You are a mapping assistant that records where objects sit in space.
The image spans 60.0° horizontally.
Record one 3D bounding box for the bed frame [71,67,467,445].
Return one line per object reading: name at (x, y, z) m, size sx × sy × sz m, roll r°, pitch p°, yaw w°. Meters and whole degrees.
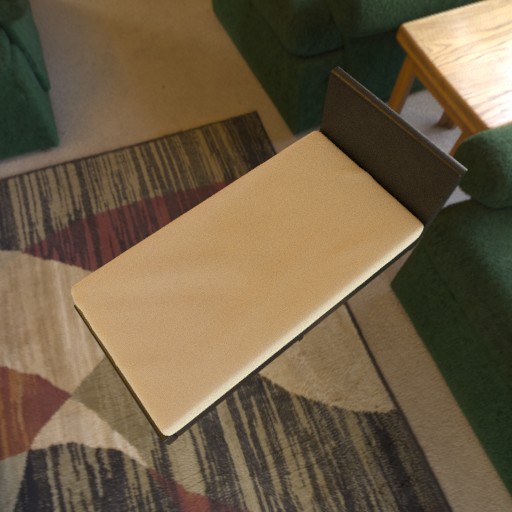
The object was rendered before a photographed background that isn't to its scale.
bed frame at (0.000, 0.000, 2.574) m, size 2.152 × 1.046 × 1.038 m, roll -35°, pitch 69°, yaw -16°
